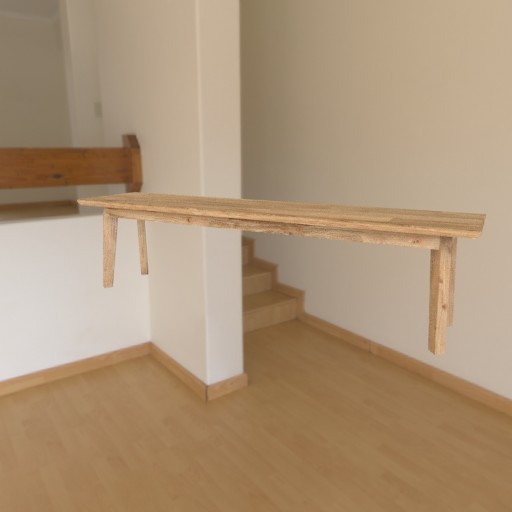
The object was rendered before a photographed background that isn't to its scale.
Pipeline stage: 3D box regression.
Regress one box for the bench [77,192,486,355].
[{"bbox_3d":[0.000,0.000,1.892,1.698,0.431,0.378,7,16,27],"label":"bench"}]
